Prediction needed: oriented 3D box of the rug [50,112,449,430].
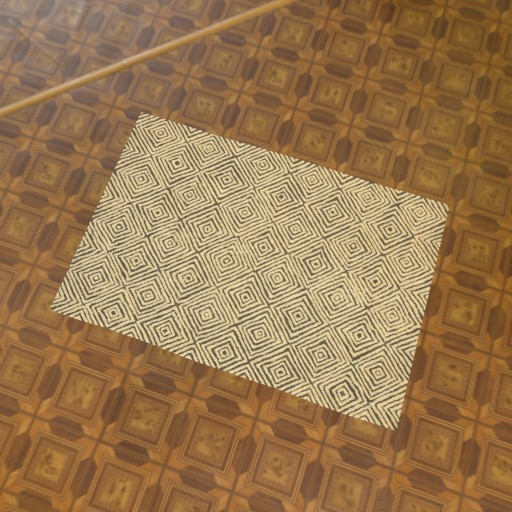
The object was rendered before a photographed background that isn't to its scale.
[{"bbox_3d":[0.000,0.000,2.256,1.750,0.004,1.177,18,75,5],"label":"rug"}]
